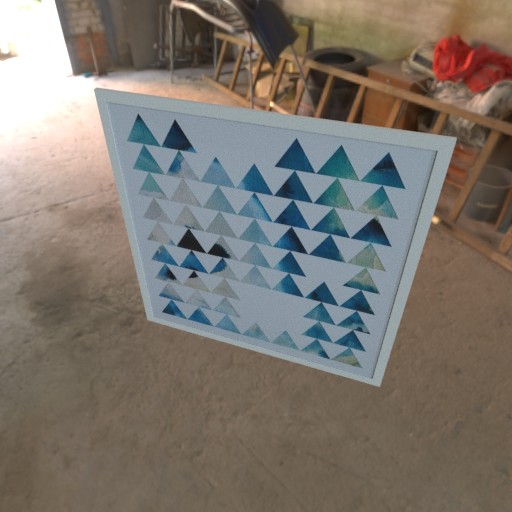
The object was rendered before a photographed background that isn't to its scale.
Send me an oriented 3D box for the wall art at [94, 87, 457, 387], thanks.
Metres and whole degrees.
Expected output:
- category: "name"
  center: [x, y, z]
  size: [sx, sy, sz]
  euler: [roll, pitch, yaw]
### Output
- category: "wall art"
  center: [0.000, 0.000, 1.206]
  size: [0.809, 0.809, 0.012]
  euler: [13, 42, 15]
